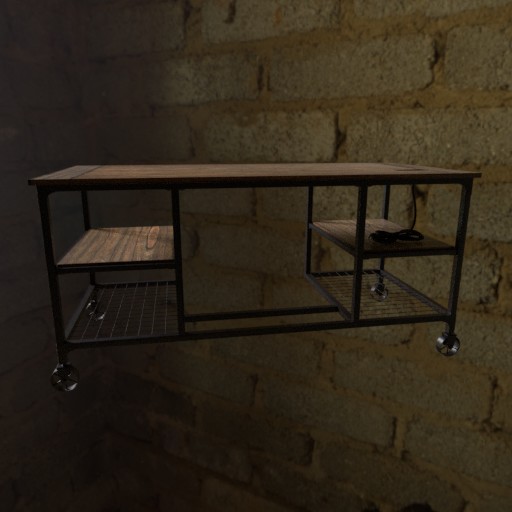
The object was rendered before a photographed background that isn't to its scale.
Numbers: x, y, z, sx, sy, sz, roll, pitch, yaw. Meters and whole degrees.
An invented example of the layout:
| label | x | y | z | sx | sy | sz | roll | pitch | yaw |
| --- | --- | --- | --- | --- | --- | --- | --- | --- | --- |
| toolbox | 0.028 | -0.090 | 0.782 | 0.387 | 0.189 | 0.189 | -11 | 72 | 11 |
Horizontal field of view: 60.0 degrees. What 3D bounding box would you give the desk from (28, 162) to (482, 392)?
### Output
| label | x | y | z | sx | sy | sz | roll | pitch | yaw |
| --- | --- | --- | --- | --- | --- | --- | --- | --- | --- |
| desk | 0.000 | 0.000 | 1.932 | 1.590 | 0.751 | 0.711 | -3 | 15 | -10 |
